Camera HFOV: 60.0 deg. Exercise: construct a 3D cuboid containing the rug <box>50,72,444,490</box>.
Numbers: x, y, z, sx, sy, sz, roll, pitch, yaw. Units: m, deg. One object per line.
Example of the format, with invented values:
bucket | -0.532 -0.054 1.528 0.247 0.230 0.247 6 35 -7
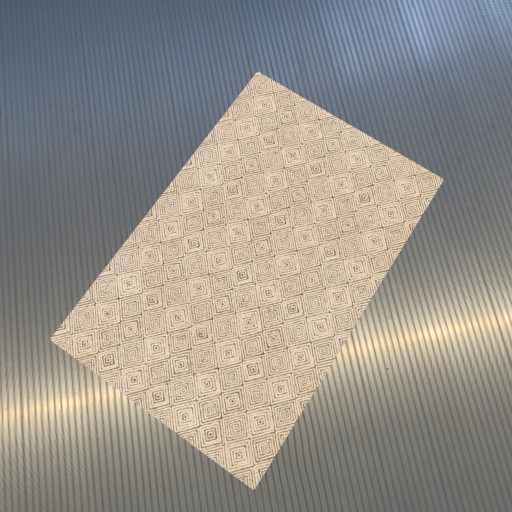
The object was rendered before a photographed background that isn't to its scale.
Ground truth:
rug | 0.000 0.000 2.221 1.175 0.008 1.783 33 78 8
